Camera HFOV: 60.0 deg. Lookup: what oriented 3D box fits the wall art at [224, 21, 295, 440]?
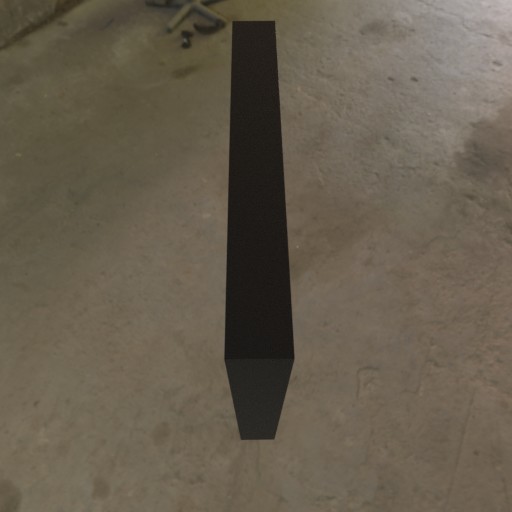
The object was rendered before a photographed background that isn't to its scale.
[{"bbox_3d":[0.000,0.000,0.447,0.038,0.304,0.305,-1,60,0],"label":"wall art"}]
